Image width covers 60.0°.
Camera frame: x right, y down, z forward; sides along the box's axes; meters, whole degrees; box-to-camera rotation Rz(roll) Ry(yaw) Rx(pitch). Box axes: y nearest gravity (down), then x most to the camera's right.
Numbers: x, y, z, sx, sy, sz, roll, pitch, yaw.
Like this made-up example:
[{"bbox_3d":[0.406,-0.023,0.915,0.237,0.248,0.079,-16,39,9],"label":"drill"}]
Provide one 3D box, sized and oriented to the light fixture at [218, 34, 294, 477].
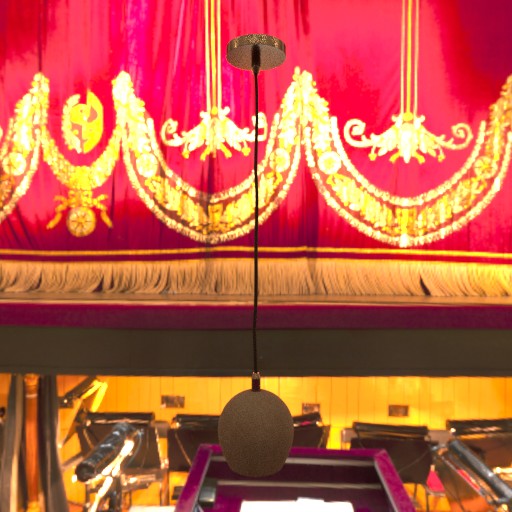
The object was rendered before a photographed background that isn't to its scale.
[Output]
[{"bbox_3d":[0.000,0.000,0.815,0.139,0.764,0.139,0,0,1],"label":"light fixture"}]
